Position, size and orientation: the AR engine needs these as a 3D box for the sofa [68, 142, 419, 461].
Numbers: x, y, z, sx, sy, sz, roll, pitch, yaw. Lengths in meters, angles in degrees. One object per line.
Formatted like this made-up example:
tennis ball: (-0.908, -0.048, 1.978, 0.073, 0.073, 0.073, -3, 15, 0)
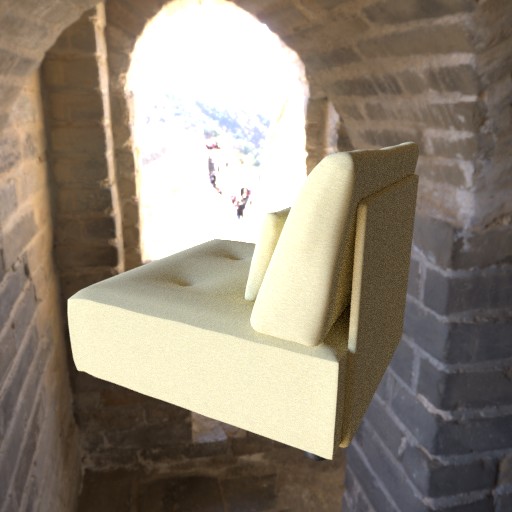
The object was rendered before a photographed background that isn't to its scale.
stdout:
sofa: (0.000, 0.000, 1.662, 1.000, 0.820, 0.930, 8, 18, 27)
